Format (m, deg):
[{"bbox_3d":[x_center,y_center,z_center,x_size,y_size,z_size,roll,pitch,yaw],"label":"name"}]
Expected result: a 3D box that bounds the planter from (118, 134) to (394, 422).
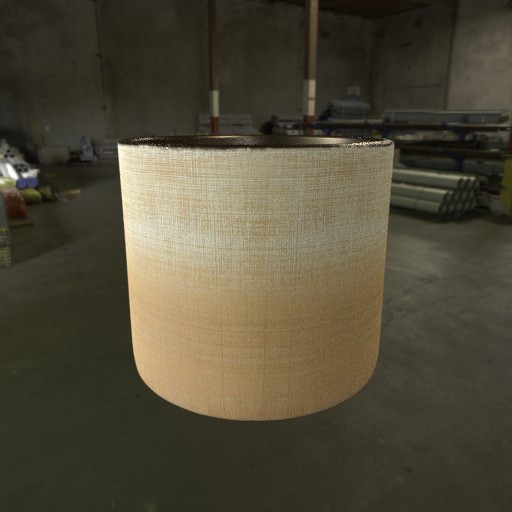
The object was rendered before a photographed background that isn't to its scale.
[{"bbox_3d":[0.000,0.000,0.391,0.221,0.201,0.221,0,17,0],"label":"planter"}]
